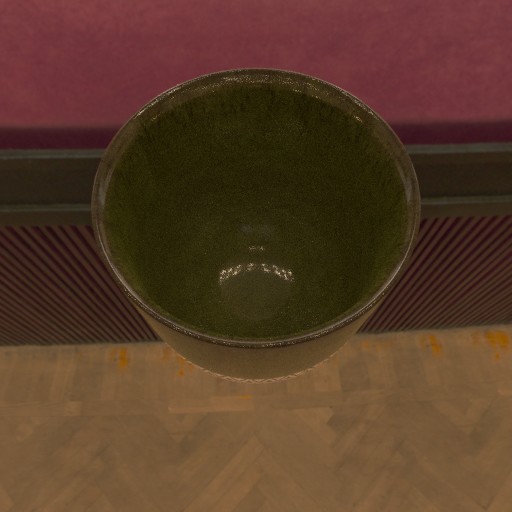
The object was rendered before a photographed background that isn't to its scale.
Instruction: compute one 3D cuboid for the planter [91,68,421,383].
[{"bbox_3d":[0.000,0.000,0.482,0.266,0.270,0.266,0,65,0],"label":"planter"}]
